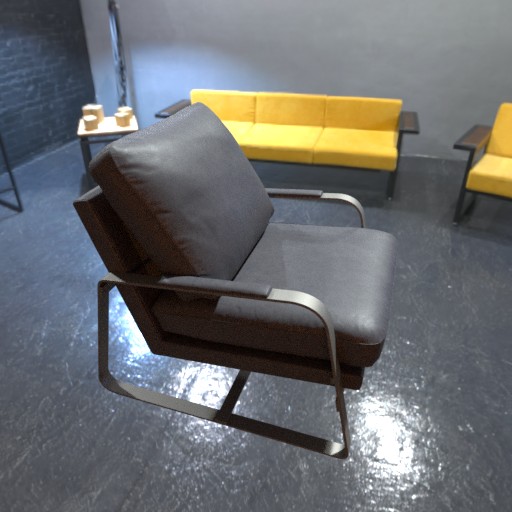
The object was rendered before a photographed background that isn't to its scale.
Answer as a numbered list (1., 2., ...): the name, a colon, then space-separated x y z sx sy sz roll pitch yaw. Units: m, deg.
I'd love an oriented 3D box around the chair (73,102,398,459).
1. chair: 0.000 0.000 1.452 0.878 0.839 0.692 10 32 16
